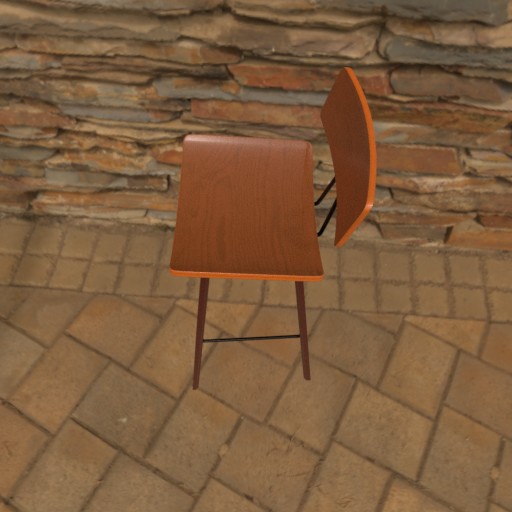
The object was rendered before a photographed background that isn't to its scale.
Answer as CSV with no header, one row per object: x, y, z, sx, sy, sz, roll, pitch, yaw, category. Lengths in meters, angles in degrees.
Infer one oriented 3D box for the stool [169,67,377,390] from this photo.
0.000,0.000,1.249,0.440,0.969,0.509,0,60,0,stool
